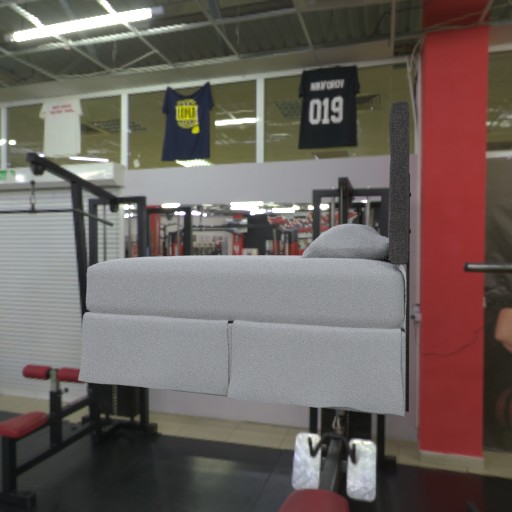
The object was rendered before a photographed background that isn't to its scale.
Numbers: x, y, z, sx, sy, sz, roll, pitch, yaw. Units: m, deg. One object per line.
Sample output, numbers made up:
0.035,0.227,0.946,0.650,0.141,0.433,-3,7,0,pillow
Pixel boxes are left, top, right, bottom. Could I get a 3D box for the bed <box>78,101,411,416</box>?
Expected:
0.000,0.000,3.041,1.997,1.571,1.261,0,1,19,bed
